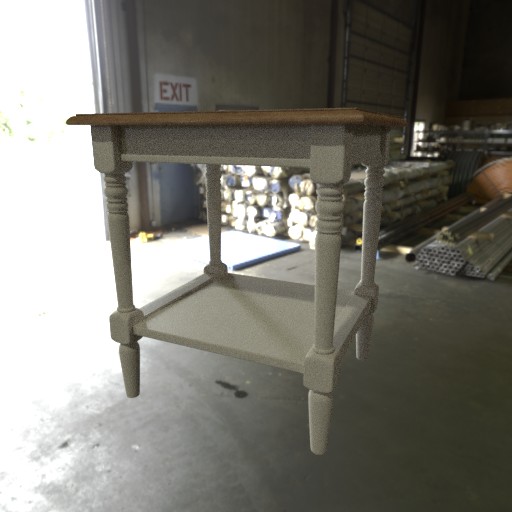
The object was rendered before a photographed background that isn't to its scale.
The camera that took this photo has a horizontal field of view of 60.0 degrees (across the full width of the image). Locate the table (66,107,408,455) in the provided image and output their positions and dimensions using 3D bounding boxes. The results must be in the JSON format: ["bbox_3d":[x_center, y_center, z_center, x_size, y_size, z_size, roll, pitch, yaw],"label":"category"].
[{"bbox_3d":[0.000,0.000,0.929,0.508,0.561,0.457,7,17,24],"label":"table"}]
